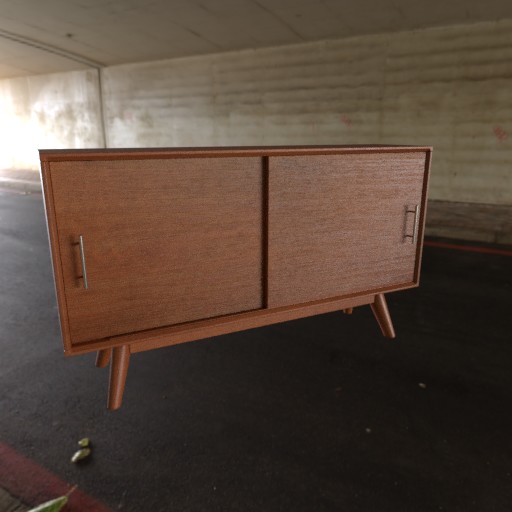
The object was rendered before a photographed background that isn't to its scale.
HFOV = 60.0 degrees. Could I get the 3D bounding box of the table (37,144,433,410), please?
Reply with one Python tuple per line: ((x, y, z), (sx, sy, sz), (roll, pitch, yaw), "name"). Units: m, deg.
((0.000, 0.000, 1.464), (1.220, 0.698, 0.308), (-8, 17, -25), "table")
